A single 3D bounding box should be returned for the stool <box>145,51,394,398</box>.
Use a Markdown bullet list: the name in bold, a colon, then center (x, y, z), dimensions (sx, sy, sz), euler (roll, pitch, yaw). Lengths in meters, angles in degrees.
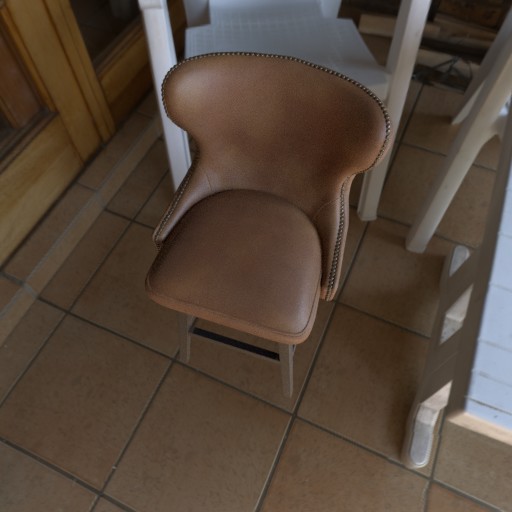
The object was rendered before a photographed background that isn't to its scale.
- **stool**: center (0.000, 0.000, 1.450), dimensions (0.591, 1.087, 0.606), euler (16, 61, 9)
